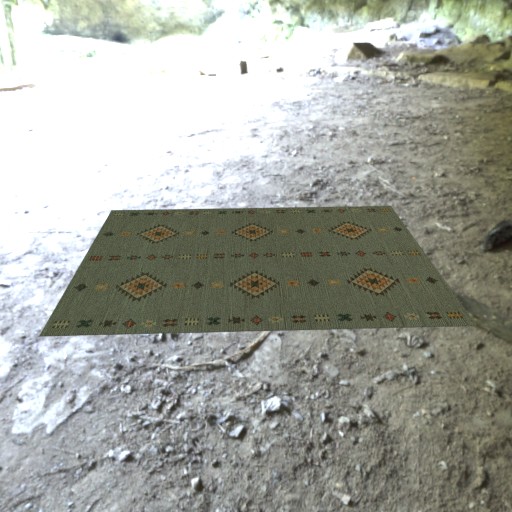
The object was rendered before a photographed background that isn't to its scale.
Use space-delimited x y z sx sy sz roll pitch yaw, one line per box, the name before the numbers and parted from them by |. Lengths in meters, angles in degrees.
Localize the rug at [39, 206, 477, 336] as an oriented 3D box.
rug | 0.000 0.000 2.360 1.818 0.005 1.217 -1 31 -2
